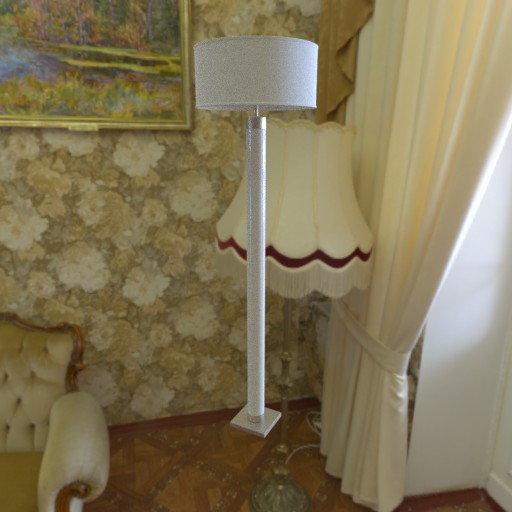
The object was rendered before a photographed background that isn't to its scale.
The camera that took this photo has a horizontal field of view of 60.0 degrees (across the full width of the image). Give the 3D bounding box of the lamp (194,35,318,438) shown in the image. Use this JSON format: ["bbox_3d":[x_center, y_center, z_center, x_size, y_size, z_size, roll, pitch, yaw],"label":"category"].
[{"bbox_3d":[0.000,0.000,1.696,0.420,1.475,0.420,8,18,27],"label":"lamp"}]
